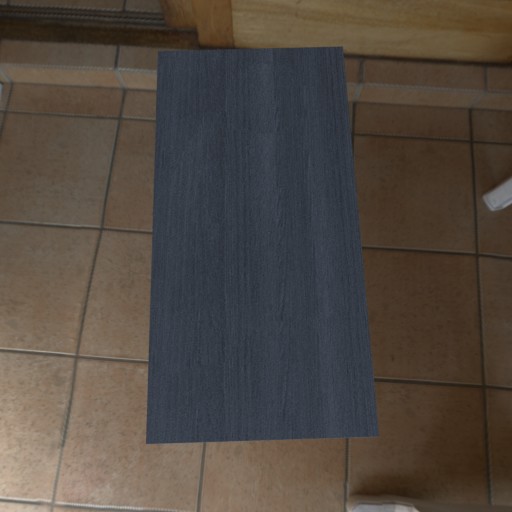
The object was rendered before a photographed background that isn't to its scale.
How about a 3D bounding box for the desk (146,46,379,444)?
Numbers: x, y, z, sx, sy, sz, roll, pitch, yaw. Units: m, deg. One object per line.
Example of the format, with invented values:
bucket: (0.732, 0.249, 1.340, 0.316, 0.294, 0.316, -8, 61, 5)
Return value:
desk: (0.000, 0.000, 1.548, 0.557, 0.729, 1.099, -2, 75, 0)
